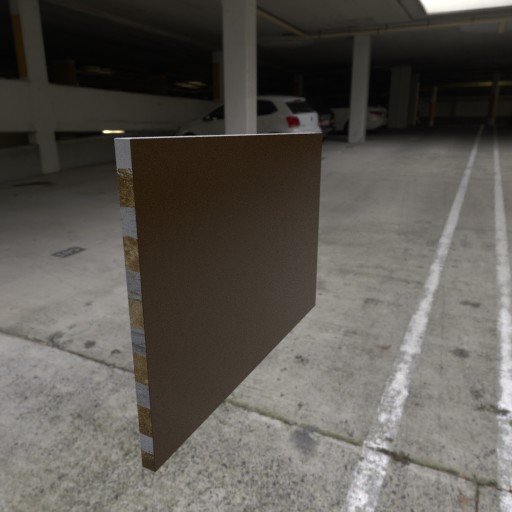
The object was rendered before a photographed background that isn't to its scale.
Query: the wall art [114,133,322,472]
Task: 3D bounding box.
[{"bbox_3d":[0.000,0.000,1.441,0.041,0.762,1.145,8,18,25],"label":"wall art"}]
